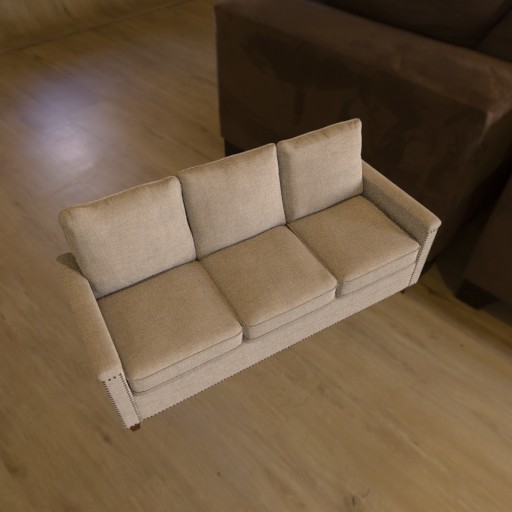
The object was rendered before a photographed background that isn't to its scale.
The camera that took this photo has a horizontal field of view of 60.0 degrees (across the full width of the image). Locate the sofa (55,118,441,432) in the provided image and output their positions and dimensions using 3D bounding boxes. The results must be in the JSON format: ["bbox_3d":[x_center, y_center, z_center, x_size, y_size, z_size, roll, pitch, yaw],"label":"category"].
[{"bbox_3d":[0.000,0.000,2.446,1.925,0.959,0.828,-22,50,-20],"label":"sofa"}]
